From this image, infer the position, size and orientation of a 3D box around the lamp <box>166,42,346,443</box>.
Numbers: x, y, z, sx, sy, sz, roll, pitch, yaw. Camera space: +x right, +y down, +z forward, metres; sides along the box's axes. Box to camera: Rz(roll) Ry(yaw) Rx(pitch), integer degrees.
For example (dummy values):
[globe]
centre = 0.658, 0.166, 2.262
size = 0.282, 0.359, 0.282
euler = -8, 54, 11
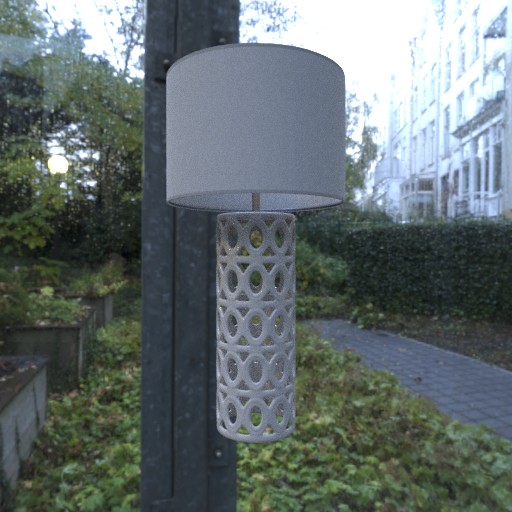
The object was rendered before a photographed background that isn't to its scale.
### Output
[lamp]
centre = 0.000, 0.000, 0.823
size = 0.324, 0.636, 0.325
euler = 0, 0, 0
